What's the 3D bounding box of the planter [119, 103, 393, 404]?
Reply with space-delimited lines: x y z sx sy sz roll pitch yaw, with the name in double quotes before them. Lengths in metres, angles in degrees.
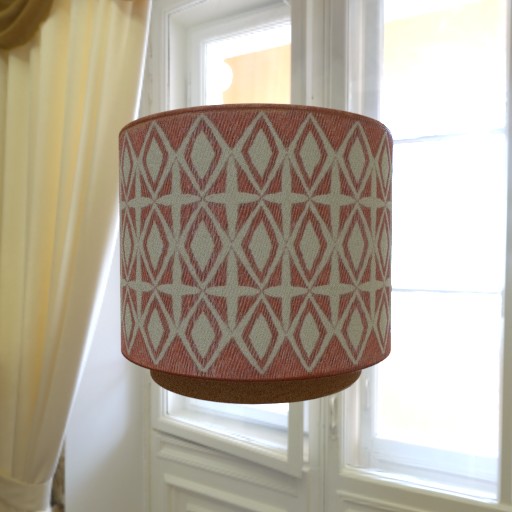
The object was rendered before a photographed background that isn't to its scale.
"planter" 0.000 0.000 0.466 0.273 0.237 0.273 0 2 0
